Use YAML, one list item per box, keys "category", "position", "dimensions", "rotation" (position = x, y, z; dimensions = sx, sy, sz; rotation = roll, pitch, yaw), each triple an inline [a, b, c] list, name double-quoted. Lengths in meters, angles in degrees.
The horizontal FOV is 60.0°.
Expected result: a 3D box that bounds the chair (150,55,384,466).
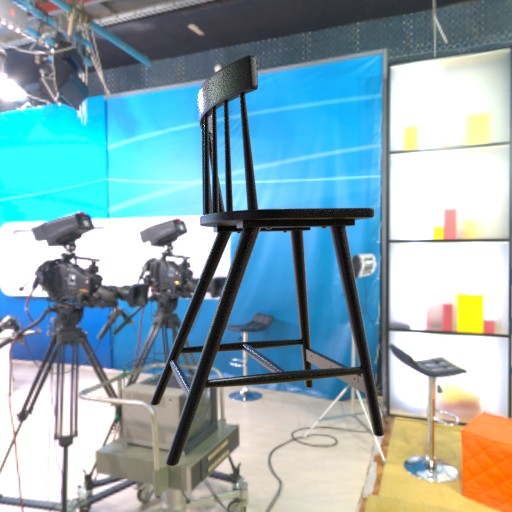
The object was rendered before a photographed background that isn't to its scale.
- category: "chair"
  position: [0.000, 0.000, 1.295]
  dimensions: [0.572, 0.952, 0.483]
  rotation: [0, 1, -18]
